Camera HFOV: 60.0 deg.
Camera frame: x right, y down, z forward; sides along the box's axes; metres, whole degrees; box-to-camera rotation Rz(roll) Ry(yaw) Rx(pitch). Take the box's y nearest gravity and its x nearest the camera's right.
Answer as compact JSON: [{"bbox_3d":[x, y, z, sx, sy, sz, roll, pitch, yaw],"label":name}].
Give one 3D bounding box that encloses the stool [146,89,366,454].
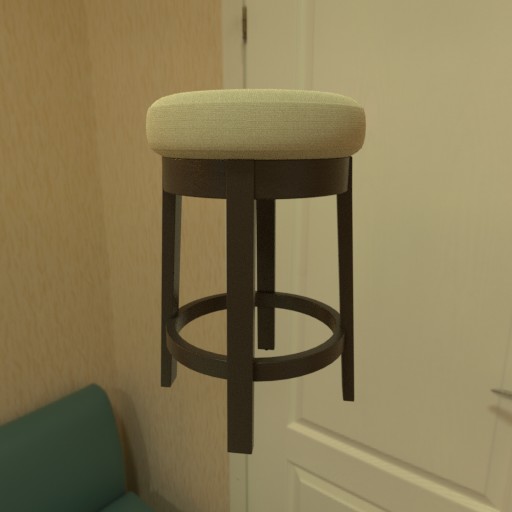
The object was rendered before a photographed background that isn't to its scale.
[{"bbox_3d":[0.000,0.000,0.958,0.449,0.655,0.449,0,15,0],"label":"stool"}]
